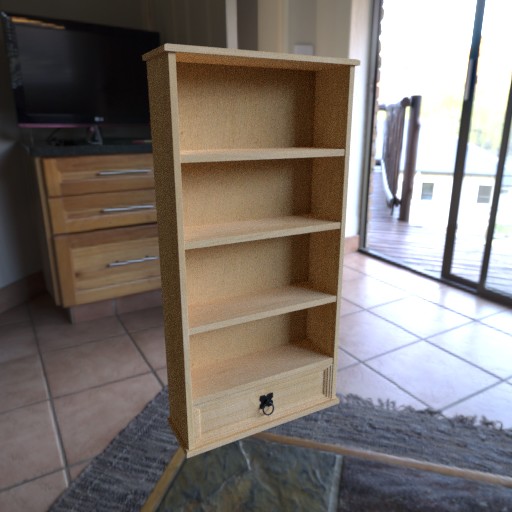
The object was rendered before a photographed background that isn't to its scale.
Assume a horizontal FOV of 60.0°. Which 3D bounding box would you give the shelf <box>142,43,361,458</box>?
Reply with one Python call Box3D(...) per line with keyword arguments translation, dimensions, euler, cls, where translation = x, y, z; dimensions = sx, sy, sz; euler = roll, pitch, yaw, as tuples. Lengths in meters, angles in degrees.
Box3D(translation=(0.000, 0.000, 1.245), dimensions=(0.520, 1.030, 0.175), euler=(-9, 19, -27), cls="shelf")
